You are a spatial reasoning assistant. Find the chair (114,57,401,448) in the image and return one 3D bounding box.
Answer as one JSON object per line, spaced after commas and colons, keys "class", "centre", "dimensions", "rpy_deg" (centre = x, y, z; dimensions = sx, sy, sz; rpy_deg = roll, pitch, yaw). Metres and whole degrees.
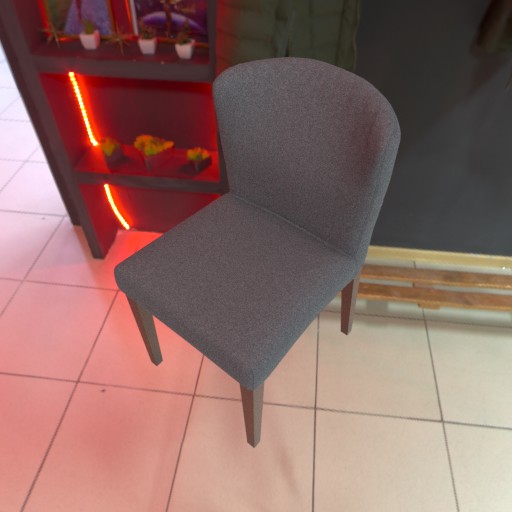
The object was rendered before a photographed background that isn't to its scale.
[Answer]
{"class": "chair", "centre": [0.000, 0.000, 1.185], "dimensions": [0.491, 0.839, 0.592], "rpy_deg": [31, 53, 26]}
